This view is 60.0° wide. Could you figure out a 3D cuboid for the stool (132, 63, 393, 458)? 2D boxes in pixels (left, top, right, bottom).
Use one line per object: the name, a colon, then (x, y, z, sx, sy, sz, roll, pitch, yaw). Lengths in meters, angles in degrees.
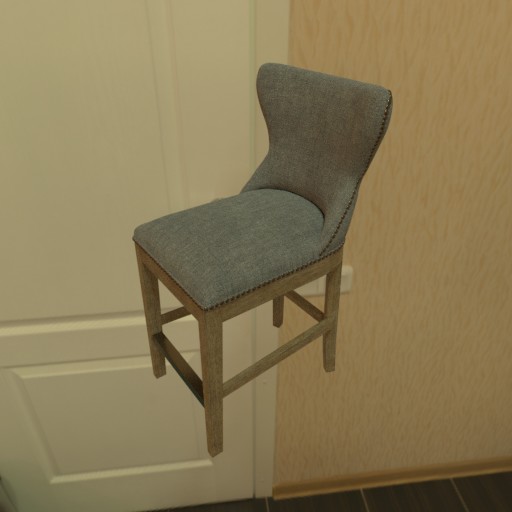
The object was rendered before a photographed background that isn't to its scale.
stool: (0.000, 0.000, 1.326, 0.608, 0.981, 0.498, -21, 38, -30)
